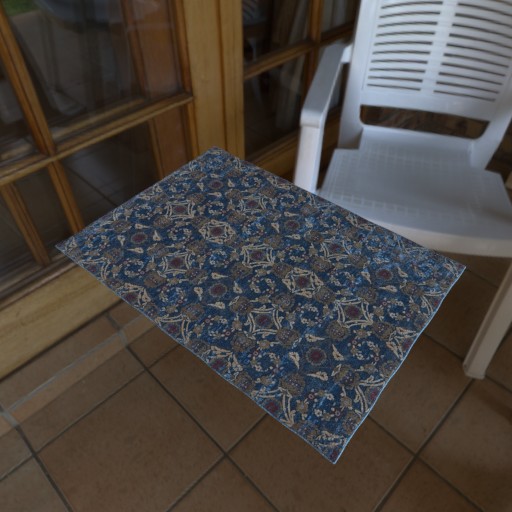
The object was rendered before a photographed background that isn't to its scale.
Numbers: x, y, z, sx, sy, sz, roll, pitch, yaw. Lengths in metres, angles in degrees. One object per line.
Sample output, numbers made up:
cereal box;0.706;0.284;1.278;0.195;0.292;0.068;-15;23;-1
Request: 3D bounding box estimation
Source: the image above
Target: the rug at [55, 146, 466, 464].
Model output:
rug;0.000;0.000;2.912;2.207;0.014;1.567;31;54;26
